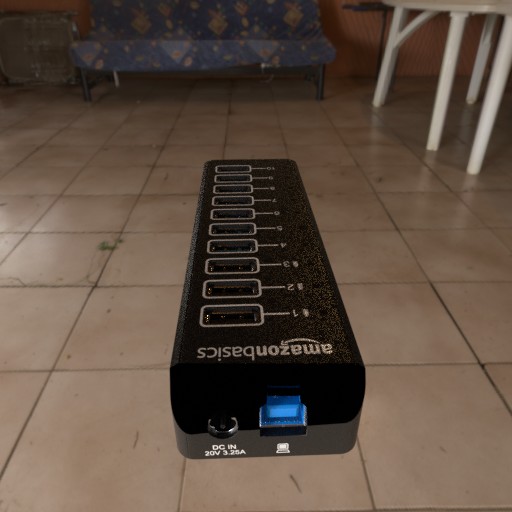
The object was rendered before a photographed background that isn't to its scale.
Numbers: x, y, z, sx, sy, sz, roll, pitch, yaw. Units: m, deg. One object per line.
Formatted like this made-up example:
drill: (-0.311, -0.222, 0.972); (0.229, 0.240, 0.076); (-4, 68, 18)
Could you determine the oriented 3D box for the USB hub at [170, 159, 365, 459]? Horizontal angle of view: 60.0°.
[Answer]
USB hub: (0.000, 0.000, 0.161); (0.044, 0.023, 0.145); (-1, 32, -2)
